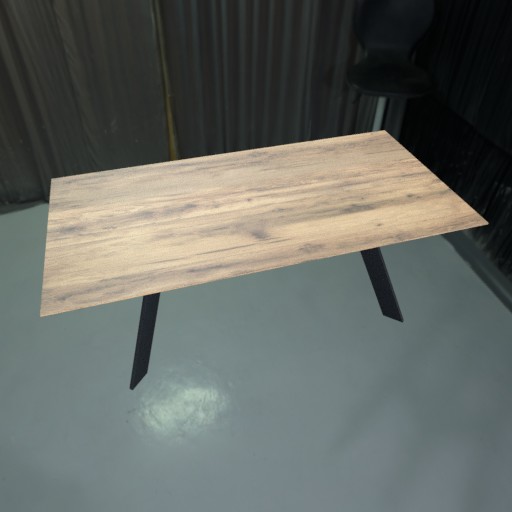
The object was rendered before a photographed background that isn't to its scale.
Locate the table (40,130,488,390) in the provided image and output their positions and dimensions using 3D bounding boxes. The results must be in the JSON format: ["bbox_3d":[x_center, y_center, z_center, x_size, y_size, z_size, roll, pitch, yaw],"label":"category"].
[{"bbox_3d":[0.000,0.000,2.499,2.000,0.770,1.000,-11,43,-12],"label":"table"}]
